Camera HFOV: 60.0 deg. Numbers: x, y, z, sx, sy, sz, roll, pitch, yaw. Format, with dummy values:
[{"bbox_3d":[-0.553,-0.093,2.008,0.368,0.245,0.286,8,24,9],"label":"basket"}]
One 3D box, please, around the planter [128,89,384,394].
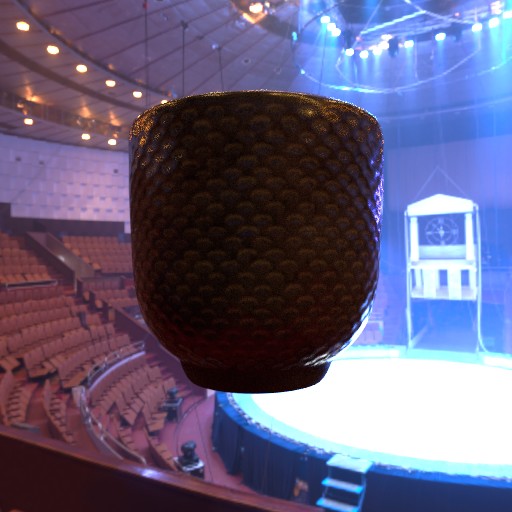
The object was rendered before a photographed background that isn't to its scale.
[{"bbox_3d":[0.000,0.000,0.353,0.197,0.191,0.197,0,-2,0],"label":"planter"}]
